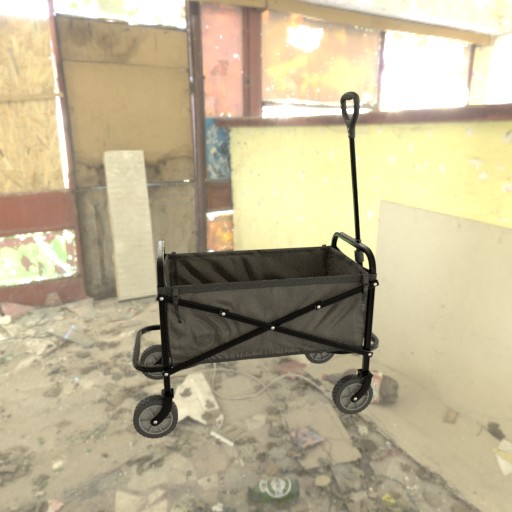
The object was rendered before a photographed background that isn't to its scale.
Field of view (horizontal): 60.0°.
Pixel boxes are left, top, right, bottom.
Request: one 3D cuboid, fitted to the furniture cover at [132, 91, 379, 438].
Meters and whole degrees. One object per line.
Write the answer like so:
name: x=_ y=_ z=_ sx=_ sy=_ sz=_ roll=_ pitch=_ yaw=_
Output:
furniture cover: x=0.000 y=0.000 z=1.840 sx=1.038 sy=1.295 sz=0.532 roll=-3 pitch=16 yaw=-10
